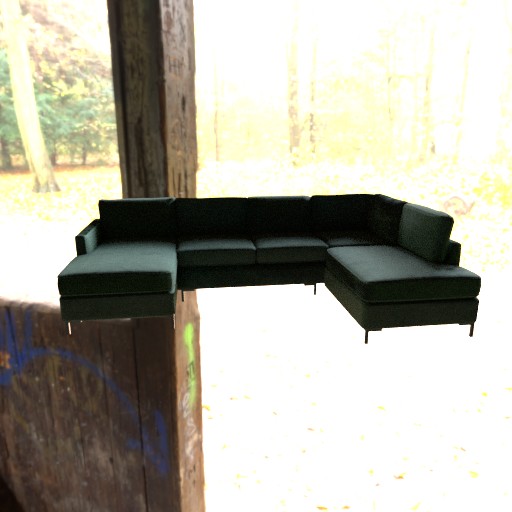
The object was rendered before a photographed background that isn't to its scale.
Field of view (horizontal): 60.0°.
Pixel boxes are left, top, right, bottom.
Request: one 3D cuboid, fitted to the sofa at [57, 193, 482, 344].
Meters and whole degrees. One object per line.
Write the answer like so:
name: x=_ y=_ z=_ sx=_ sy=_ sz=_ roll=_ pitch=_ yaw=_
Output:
sofa: x=0.000 y=0.000 z=4.300 sx=3.434 sy=0.992 sz=2.055 roll=-2 pitch=15 yaw=-8
